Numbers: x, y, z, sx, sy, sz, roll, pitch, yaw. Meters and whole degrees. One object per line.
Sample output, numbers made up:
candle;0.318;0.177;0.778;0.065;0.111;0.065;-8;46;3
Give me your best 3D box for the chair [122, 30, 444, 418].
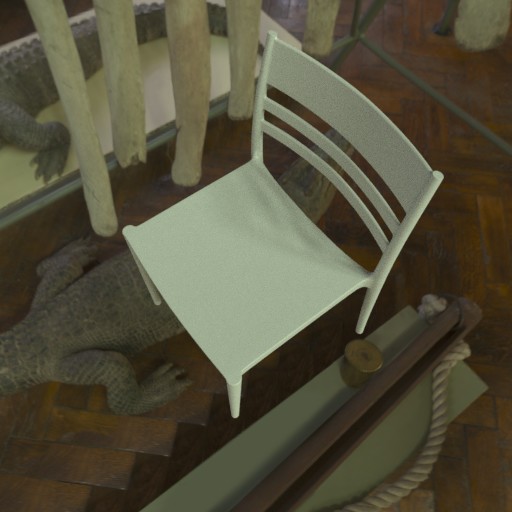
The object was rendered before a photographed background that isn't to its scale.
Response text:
chair;0.000;0.000;1.116;0.511;0.800;0.531;-34;67;-16
